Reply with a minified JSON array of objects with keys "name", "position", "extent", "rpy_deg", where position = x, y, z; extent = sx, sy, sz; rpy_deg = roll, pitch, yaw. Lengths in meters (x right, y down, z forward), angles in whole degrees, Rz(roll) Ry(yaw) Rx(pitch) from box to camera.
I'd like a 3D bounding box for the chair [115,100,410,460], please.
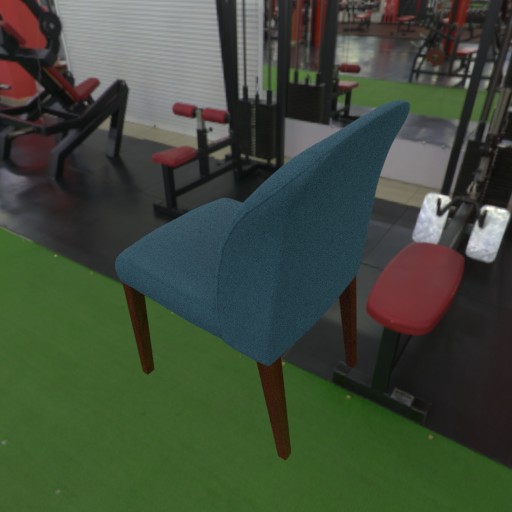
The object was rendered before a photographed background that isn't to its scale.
[{"name":"chair","position":[0.000,0.000,1.201],"extent":[0.620,0.879,0.507],"rpy_deg":[21,38,30]}]
